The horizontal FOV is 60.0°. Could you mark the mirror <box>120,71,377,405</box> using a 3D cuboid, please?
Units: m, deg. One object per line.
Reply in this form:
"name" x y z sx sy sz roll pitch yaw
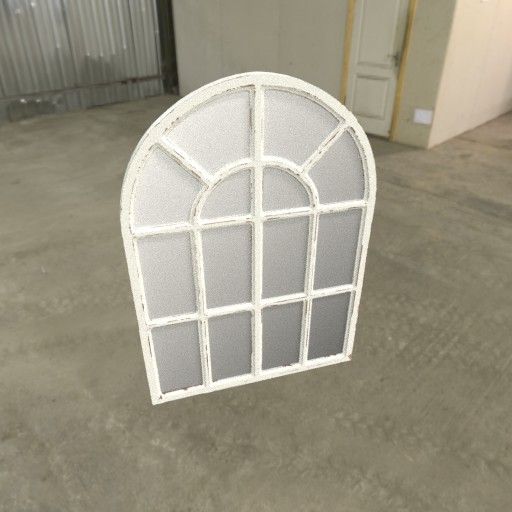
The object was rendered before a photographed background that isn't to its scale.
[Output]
"mirror" 0.000 0.000 1.188 0.660 0.920 0.032 -9 33 -14
